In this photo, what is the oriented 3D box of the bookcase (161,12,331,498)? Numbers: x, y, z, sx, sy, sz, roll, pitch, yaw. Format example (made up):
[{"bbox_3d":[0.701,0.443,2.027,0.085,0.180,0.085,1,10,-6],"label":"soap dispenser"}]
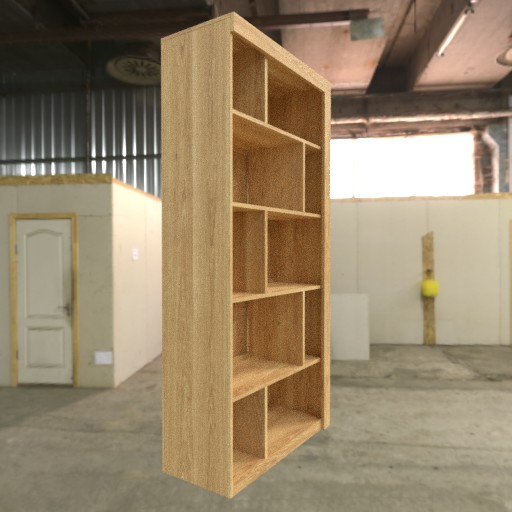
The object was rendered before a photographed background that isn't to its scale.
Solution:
[{"bbox_3d":[0.000,0.000,2.342,0.420,2.020,0.950,1,1,34],"label":"bookcase"}]
